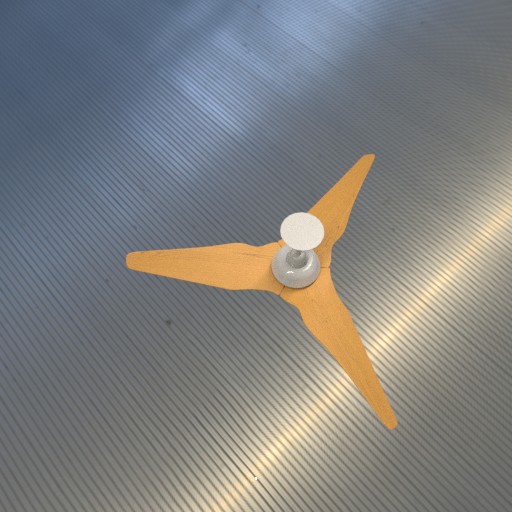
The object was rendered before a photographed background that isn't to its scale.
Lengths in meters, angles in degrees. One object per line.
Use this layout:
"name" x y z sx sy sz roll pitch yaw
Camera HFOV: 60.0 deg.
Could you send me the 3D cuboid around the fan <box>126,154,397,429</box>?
"fan" 0.000 0.000 1.612 1.010 0.355 1.142 1 63 1
